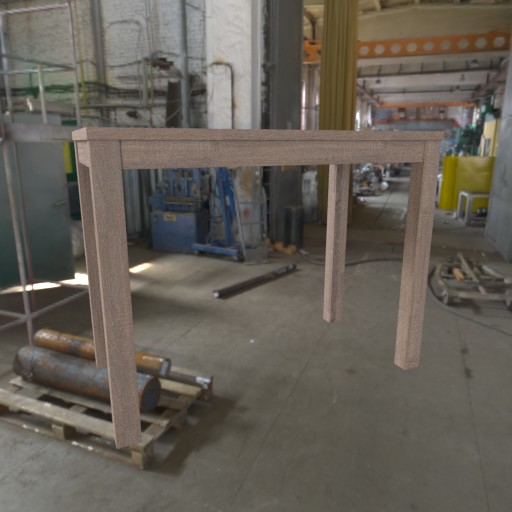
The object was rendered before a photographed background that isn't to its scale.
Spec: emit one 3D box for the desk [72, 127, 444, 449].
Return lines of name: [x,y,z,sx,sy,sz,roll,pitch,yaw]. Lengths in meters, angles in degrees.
desk: [0.000,0.000,1.412,0.991,0.762,0.495,-7,16,-24]
